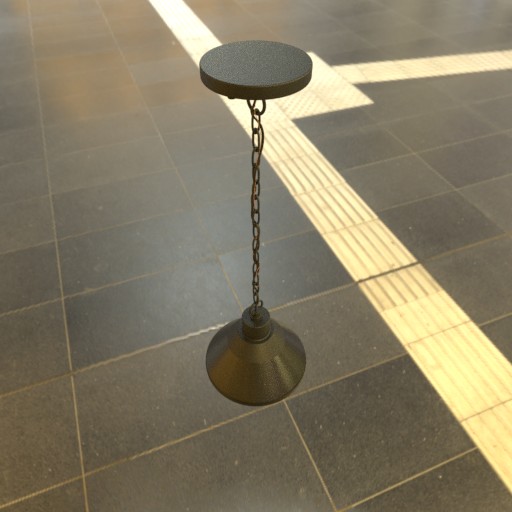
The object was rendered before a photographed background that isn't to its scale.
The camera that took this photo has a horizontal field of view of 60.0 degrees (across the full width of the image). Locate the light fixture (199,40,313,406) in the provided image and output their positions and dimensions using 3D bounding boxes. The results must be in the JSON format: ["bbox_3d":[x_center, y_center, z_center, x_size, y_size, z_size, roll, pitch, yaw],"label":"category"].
[{"bbox_3d":[0.000,0.000,0.679,0.201,0.588,0.201,-32,53,-27],"label":"light fixture"}]
